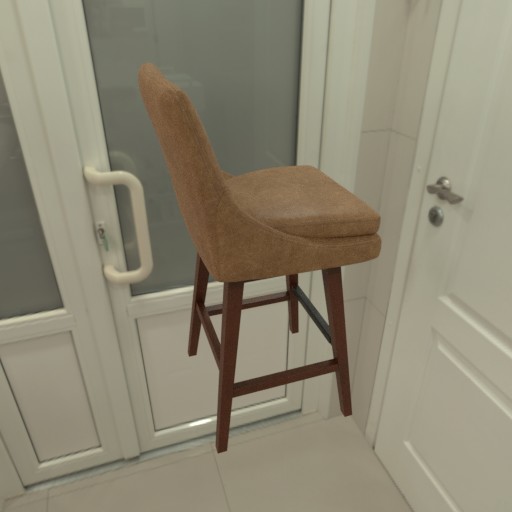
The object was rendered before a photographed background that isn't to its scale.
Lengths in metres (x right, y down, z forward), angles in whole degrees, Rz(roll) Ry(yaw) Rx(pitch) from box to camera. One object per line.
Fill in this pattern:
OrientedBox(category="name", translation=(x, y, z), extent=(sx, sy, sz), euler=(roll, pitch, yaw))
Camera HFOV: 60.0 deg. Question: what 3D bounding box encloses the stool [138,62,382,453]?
OrientedBox(category="stool", translation=(0.000, 0.000, 1.367), extent=(0.572, 1.079, 0.487), euler=(-10, 31, -16))
